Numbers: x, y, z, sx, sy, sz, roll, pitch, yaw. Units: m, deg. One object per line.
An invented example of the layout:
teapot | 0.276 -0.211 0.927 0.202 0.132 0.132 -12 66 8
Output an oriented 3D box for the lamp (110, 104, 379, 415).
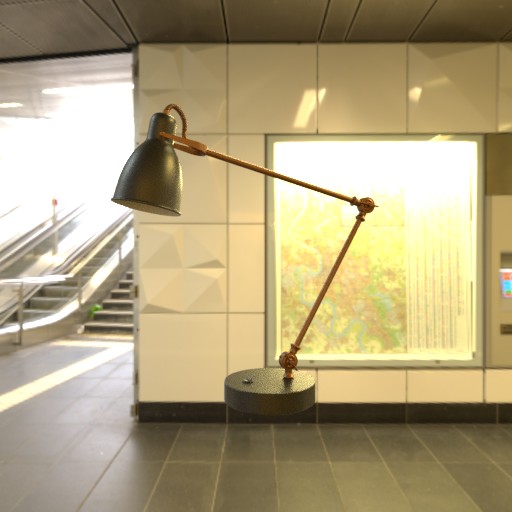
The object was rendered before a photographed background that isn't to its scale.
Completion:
lamp | 0.000 0.000 0.900 0.561 0.587 0.187 0 0 -19
